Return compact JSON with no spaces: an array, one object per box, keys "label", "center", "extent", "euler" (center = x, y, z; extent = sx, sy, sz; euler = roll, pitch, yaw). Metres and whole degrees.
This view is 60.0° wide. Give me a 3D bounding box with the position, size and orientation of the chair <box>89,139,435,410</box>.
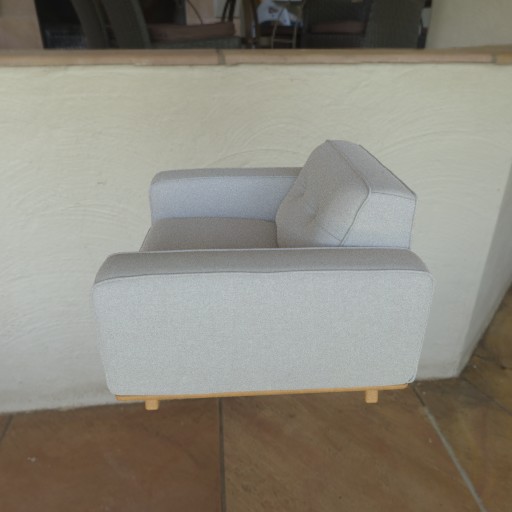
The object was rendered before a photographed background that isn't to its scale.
[{"label":"chair","center":[0.000,0.000,1.739],"extent":[0.953,0.779,1.115],"euler":[-1,27,-2]}]
